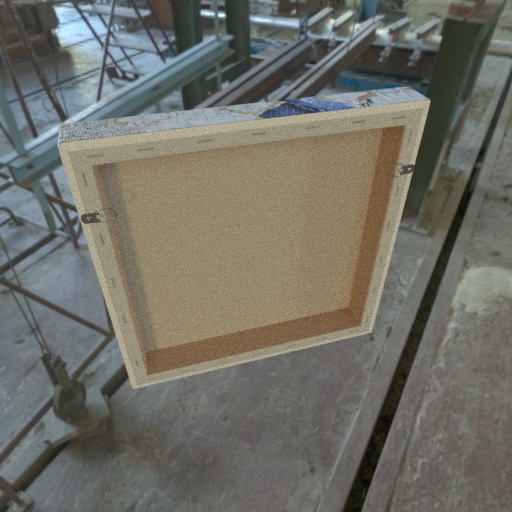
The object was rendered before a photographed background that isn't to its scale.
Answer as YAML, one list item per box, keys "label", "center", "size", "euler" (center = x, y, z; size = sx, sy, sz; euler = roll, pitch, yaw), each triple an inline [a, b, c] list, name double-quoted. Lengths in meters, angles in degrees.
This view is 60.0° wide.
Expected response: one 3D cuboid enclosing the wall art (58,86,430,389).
- label: "wall art"
  center: [0.000, 0.000, 0.454]
  size: [0.303, 0.304, 0.036]
  euler: [-11, 41, -12]
